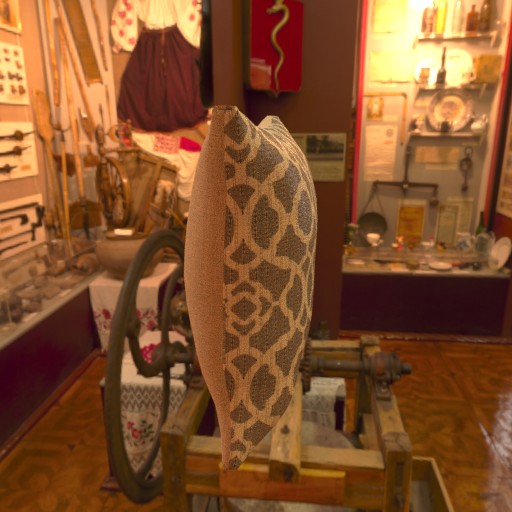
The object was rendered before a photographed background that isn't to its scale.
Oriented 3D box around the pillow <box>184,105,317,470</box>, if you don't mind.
[{"bbox_3d":[0.000,0.000,0.803,0.215,0.498,0.508,2,16,8],"label":"pillow"}]
